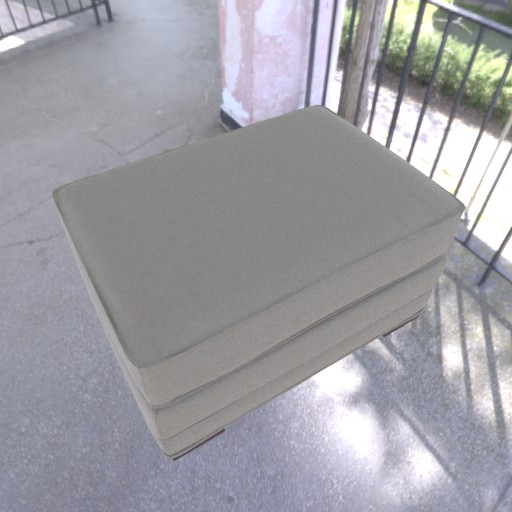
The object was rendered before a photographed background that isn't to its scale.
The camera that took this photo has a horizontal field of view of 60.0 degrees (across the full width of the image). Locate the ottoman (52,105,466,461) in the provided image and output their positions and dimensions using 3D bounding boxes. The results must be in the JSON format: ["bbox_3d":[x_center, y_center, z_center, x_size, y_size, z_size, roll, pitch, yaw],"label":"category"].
[{"bbox_3d":[0.000,0.000,1.189,0.848,0.482,0.611,-24,51,-21],"label":"ottoman"}]
